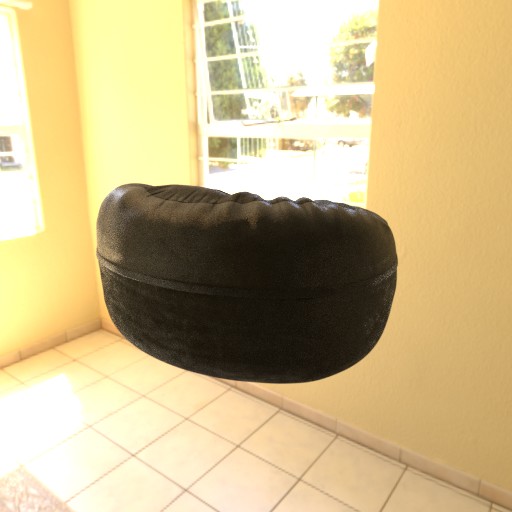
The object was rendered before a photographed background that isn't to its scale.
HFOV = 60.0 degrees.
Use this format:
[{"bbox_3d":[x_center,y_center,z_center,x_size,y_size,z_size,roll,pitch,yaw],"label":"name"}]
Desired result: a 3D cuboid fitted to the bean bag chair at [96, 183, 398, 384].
[{"bbox_3d":[0.000,0.000,2.440,1.524,0.878,1.524,8,18,26],"label":"bean bag chair"}]
